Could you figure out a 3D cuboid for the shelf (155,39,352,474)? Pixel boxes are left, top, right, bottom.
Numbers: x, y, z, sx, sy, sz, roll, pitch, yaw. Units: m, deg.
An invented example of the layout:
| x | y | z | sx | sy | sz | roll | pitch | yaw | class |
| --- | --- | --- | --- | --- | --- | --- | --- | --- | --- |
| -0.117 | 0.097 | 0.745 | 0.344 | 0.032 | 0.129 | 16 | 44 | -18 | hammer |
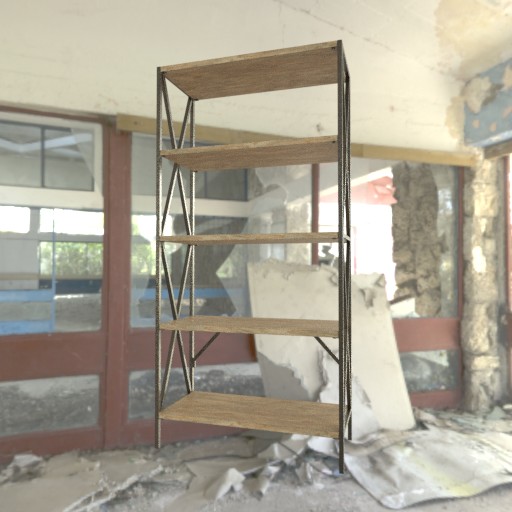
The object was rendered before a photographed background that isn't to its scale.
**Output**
| x | y | z | sx | sy | sz | roll | pitch | yaw | class |
| --- | --- | --- | --- | --- | --- | --- | --- | --- | --- |
| 0.000 | 0.000 | 2.153 | 0.874 | 1.803 | 0.386 | 0 | -1 | 17 | shelf |
